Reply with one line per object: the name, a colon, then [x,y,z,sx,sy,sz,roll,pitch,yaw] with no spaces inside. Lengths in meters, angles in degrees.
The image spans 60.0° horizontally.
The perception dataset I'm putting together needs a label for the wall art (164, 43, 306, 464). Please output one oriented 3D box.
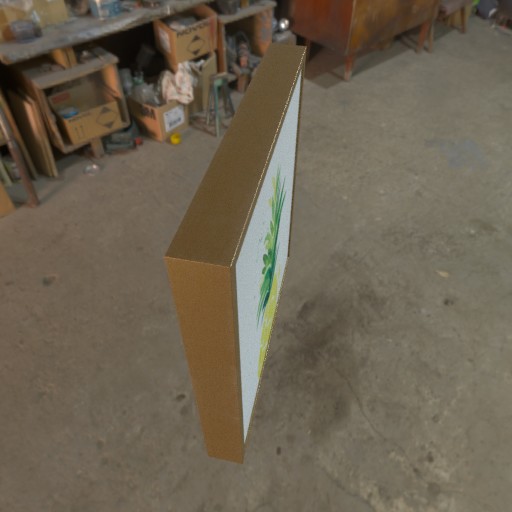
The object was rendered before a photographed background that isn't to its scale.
wall art: [0.000,0.000,0.455,0.038,0.305,0.306,9,47,8]
